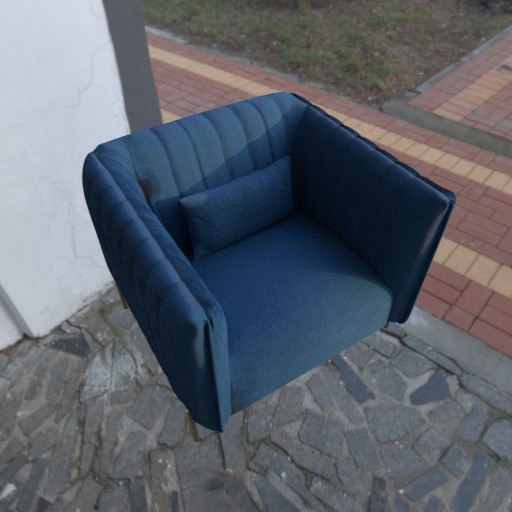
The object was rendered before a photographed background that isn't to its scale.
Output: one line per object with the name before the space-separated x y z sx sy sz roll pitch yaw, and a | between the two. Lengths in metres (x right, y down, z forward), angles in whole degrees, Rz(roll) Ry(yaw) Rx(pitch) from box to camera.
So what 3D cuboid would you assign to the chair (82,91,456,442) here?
chair | 0.000 0.000 1.634 0.947 0.793 0.877 -24 50 -22
